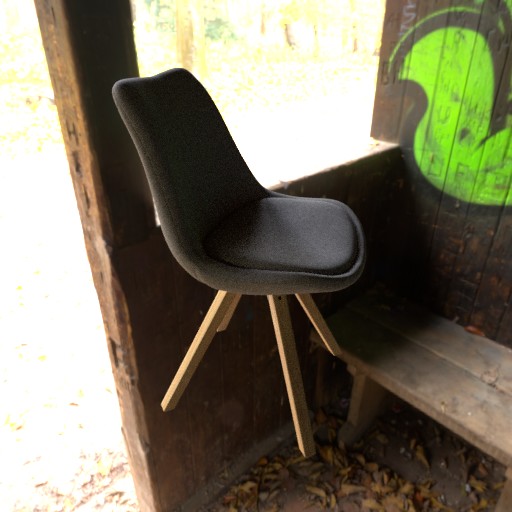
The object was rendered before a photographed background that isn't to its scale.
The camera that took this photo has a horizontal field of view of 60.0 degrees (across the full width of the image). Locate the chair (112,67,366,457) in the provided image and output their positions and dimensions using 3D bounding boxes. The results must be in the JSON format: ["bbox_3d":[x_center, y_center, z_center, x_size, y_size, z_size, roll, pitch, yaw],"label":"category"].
[{"bbox_3d":[0.000,0.000,1.151,0.550,0.865,0.483,10,31,17],"label":"chair"}]
